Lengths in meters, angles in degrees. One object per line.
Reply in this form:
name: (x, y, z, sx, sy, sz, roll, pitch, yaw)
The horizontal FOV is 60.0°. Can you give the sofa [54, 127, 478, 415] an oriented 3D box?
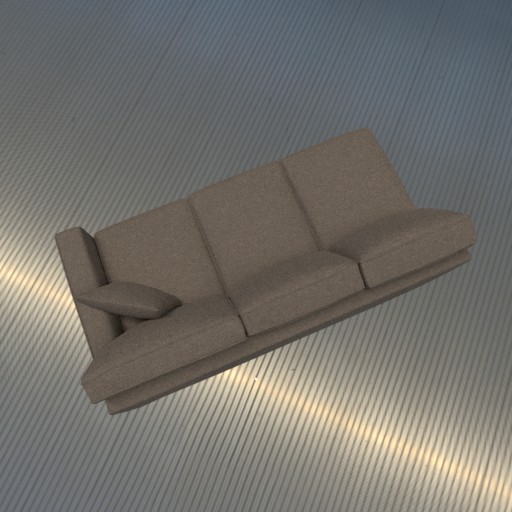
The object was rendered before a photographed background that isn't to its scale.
sofa: (0.000, 0.000, 2.522, 1.963, 0.946, 1.034, -22, 76, -6)
